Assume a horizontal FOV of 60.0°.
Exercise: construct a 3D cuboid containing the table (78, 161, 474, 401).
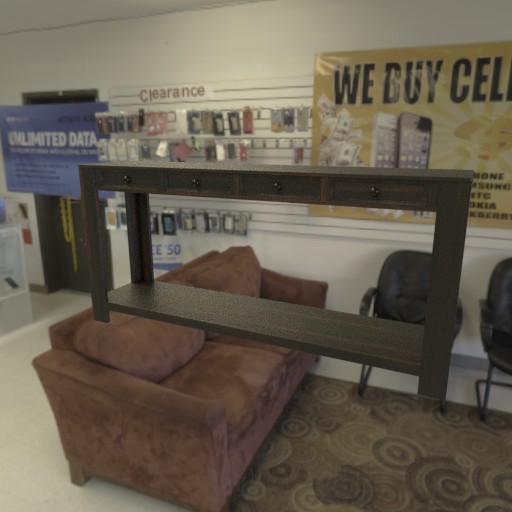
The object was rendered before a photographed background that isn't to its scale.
[{"bbox_3d":[0.000,0.000,1.932,1.631,0.762,0.384,7,16,25],"label":"table"}]
